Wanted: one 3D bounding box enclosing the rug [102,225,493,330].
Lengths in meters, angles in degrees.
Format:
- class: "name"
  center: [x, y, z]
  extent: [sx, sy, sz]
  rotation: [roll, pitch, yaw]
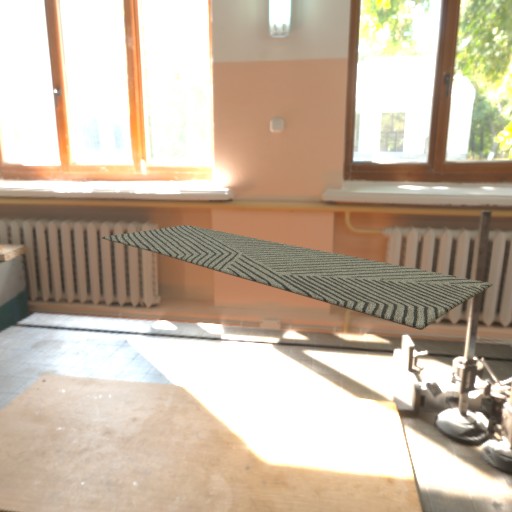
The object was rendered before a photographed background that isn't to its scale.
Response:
- class: "rug"
  center: [0.000, 0.000, 2.693]
  extent: [2.439, 0.020, 0.773]
  rotation: [13, 19, 43]
